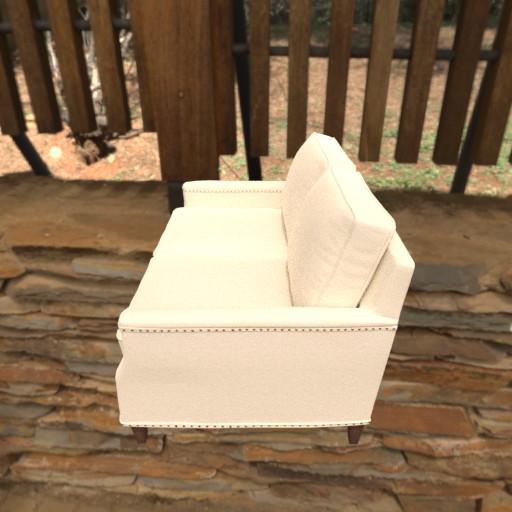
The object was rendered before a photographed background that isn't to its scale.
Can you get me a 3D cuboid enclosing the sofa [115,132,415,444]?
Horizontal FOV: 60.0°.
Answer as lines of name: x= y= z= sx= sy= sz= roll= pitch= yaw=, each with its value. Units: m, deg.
sofa: x=0.000 y=0.000 z=2.283 sx=1.084 sy=1.003 sz=1.597 roll=0 pitch=27 yaw=0
